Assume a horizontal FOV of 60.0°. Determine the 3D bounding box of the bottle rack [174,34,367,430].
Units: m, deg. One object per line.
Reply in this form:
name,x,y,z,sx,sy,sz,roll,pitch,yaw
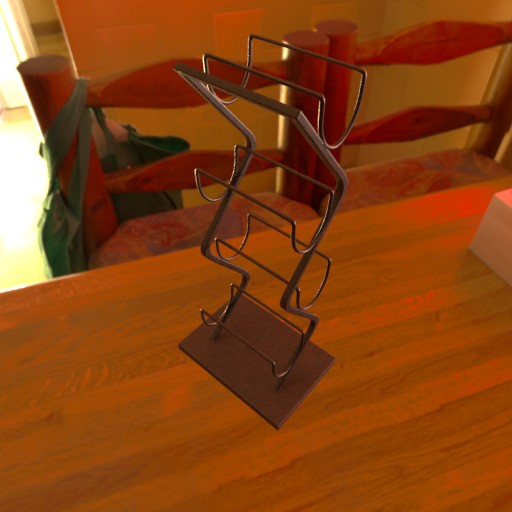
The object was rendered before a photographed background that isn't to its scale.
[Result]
bottle rack,0.000,0.000,0.673,0.254,0.559,0.178,32,53,27
